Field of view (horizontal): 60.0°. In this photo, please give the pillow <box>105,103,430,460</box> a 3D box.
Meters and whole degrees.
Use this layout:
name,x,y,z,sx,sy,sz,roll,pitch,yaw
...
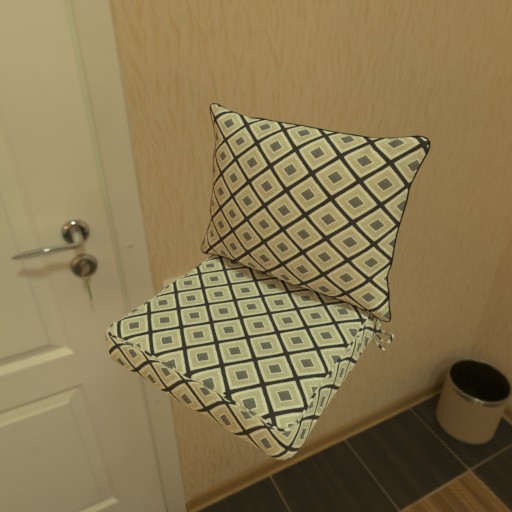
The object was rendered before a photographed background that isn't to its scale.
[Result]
name,x,y,z,sx,sy,sz,roll,pitch,yaw
pillow,0.000,0.000,1.363,0.798,0.722,0.733,20,37,28
